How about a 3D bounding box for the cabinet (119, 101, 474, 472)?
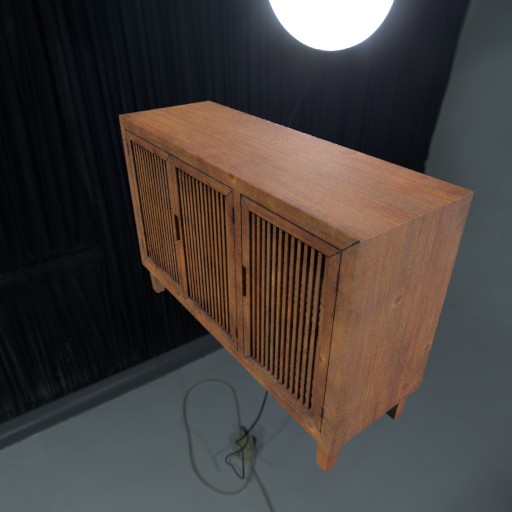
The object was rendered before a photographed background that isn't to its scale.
[{"bbox_3d":[0.000,0.000,1.578,0.403,0.805,1.204,-21,37,-31],"label":"cabinet"}]
